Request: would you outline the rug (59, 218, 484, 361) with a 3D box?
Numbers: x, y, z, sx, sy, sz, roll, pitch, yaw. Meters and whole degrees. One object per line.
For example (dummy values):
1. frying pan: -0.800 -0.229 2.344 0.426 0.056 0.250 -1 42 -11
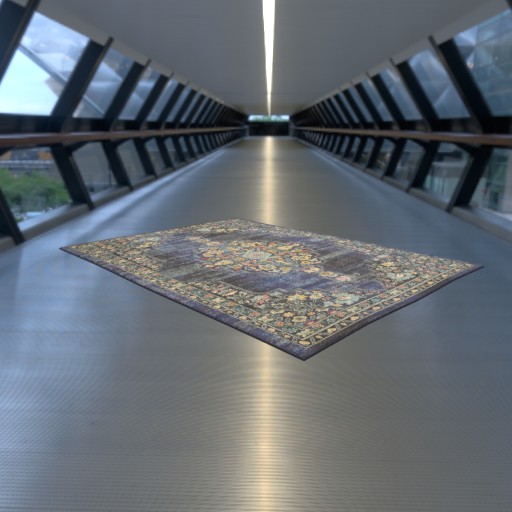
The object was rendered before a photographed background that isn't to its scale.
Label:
1. rug: 0.000 0.000 4.664 2.716 0.035 3.612 -14 21 -42
